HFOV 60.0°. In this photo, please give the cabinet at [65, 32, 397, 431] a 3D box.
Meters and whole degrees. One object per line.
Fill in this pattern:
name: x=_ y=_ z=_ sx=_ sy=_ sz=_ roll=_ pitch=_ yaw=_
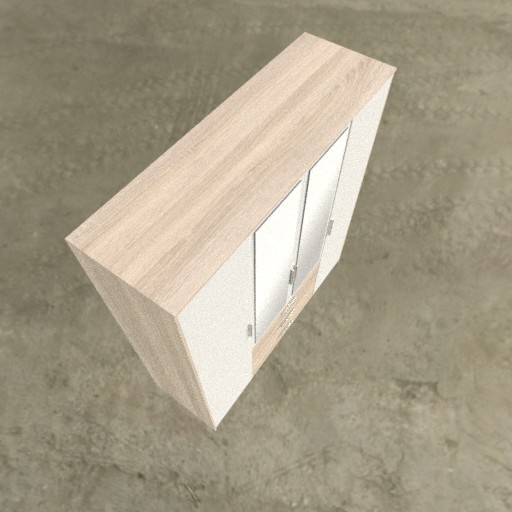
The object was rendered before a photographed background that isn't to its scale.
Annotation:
cabinet: x=0.000 y=0.000 z=3.024 sx=0.620 sy=2.060 sz=1.870 roll=31 pitch=62 yaw=18
